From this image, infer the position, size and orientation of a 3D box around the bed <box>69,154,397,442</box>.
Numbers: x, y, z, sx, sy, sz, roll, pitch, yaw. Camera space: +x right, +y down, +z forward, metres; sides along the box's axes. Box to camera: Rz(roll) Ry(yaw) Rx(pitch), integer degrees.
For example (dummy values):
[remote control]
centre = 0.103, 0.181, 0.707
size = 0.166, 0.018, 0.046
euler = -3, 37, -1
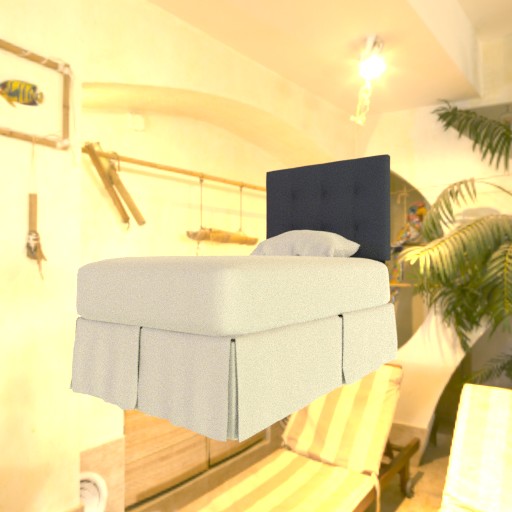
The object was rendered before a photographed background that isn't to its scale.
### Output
[bed]
centre = 0.000, 0.000, 2.955
size = 1.261, 1.571, 1.997
euler = 0, -1, 37
